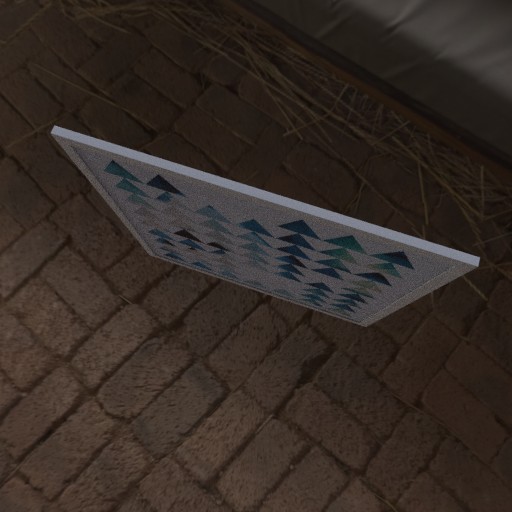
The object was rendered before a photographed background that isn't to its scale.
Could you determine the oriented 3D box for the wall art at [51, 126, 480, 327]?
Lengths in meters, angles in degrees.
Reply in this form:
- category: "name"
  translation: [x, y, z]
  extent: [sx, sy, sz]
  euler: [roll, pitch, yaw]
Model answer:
- category: "wall art"
  translation: [0.000, 0.000, 0.817]
  extent: [0.557, 0.557, 0.012]
  euler: [18, 74, 5]
